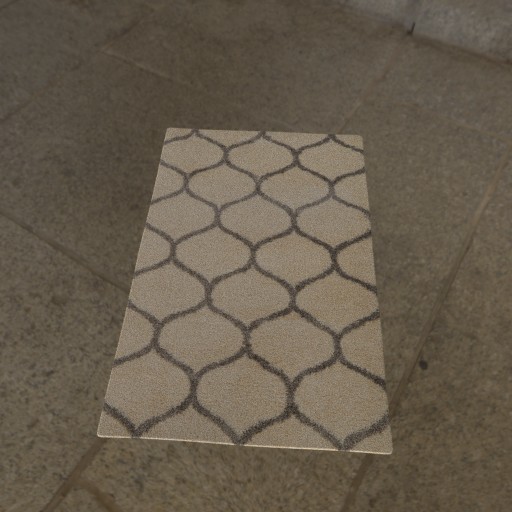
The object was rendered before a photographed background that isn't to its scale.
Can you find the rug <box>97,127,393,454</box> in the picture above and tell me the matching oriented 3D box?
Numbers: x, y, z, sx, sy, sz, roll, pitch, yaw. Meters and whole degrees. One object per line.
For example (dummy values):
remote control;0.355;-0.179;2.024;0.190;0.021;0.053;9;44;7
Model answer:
rug;0.000;0.000;3.390;1.801;0.026;2.701;3;58;2
